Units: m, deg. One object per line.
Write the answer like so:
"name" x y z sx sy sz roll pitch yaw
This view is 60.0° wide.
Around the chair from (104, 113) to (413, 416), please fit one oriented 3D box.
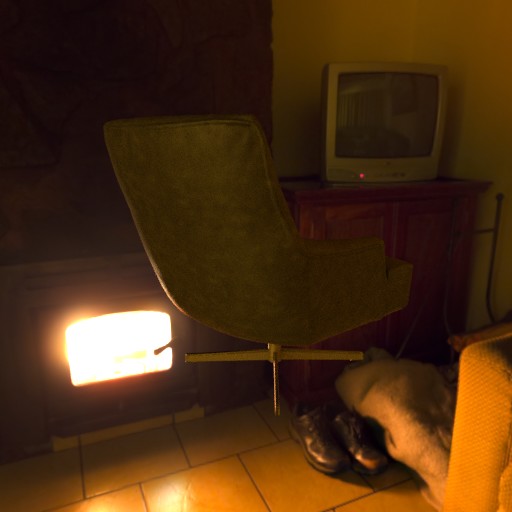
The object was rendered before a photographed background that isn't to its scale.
"chair" 0.000 0.000 1.498 0.874 0.870 0.738 -14 20 -42
